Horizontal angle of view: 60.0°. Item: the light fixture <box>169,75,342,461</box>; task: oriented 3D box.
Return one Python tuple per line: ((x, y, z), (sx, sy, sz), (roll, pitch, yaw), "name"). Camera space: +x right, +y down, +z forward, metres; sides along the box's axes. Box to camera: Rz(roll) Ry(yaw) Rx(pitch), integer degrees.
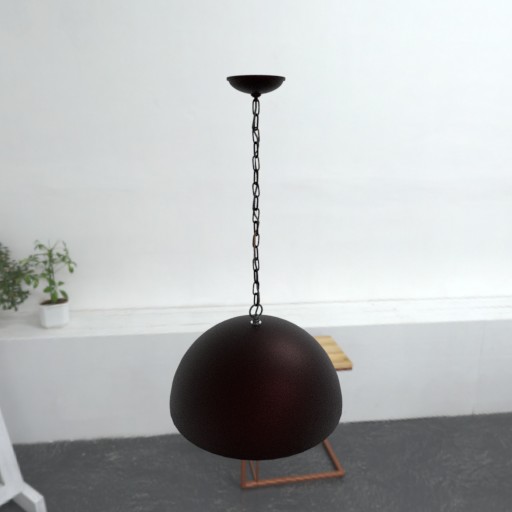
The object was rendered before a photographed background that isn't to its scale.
((0.000, 0.000, 1.161), (0.492, 0.869, 0.492), (-8, 18, -26), "light fixture")
